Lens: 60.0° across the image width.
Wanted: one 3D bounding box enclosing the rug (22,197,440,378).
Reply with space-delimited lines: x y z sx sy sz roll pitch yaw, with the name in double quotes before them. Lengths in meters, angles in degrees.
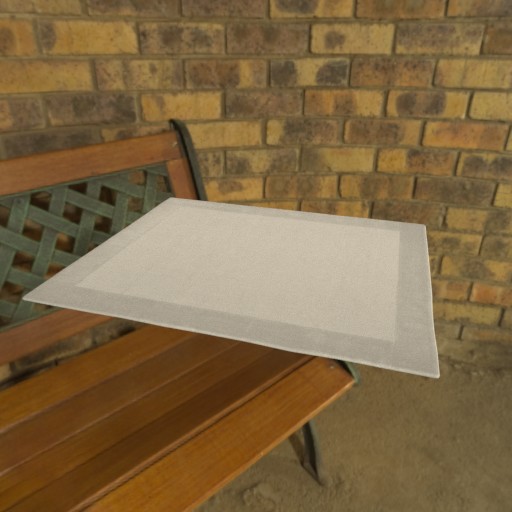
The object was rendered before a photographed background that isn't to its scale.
"rug" 0.000 0.000 4.000 2.976 0.018 2.430 8 28 15
